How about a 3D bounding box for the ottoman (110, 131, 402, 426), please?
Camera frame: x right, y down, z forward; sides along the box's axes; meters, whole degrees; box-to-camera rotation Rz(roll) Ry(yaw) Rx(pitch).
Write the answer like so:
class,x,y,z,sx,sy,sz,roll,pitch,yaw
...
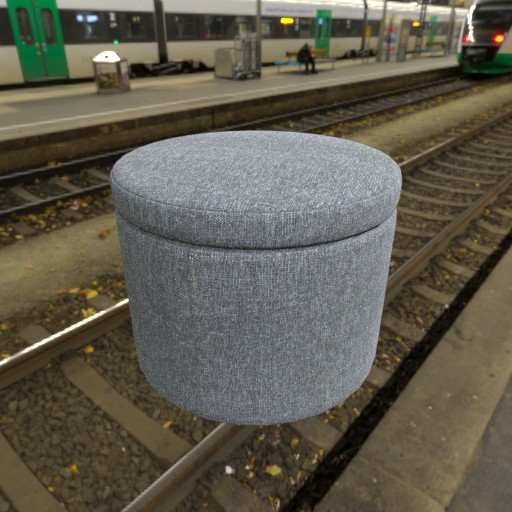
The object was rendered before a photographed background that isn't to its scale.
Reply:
class,x,y,z,sx,sy,sz,roll,pitch,yaw
ottoman,0.000,0.000,0.869,0.500,0.419,0.500,0,27,0
